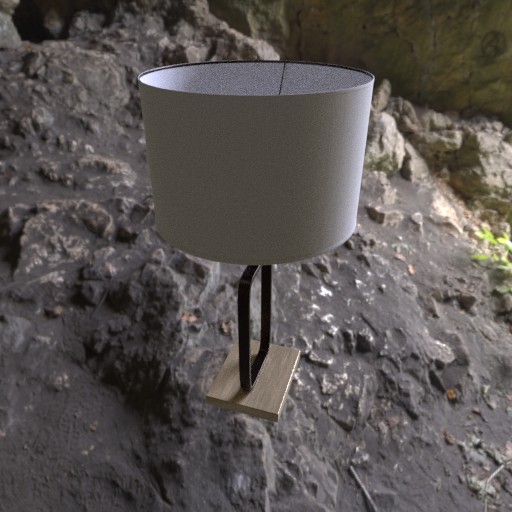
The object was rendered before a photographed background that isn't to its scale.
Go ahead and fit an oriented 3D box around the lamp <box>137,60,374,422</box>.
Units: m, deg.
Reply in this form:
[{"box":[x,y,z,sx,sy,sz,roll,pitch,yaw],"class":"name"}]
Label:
[{"box":[0.000,0.000,0.662,0.279,0.508,0.279,9,31,16],"class":"lamp"}]
